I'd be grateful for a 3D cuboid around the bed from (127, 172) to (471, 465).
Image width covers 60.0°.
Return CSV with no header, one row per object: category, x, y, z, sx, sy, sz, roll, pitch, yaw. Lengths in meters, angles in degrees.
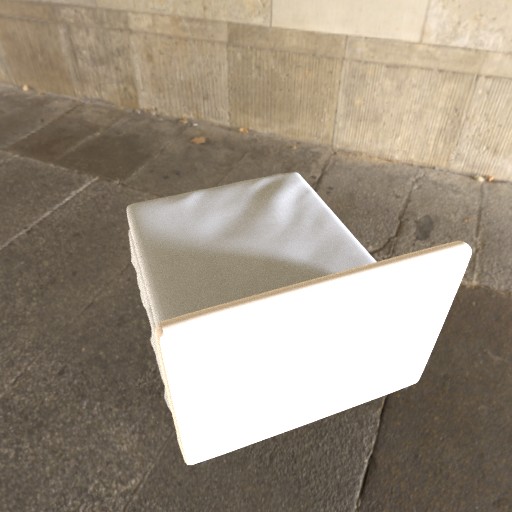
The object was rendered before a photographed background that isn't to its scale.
bed,0.000,0.000,3.274,1.748,1.330,2.142,-14,43,-15
